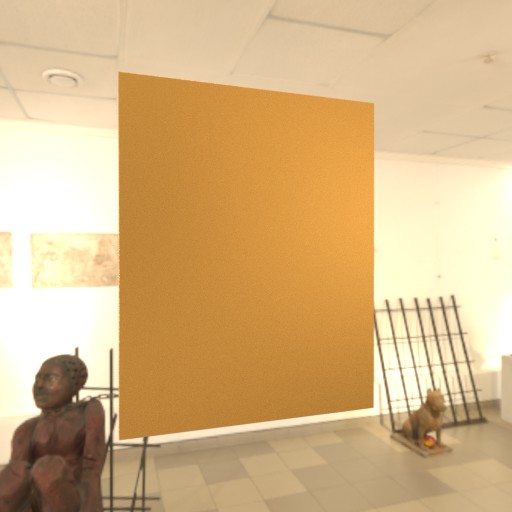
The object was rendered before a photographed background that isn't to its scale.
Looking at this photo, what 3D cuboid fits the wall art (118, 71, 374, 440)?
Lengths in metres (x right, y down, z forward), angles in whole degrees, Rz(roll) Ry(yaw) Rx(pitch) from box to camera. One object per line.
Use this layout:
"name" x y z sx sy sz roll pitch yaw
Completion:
"wall art" 0.000 0.000 1.030 0.610 0.762 0.038 0 0 -18
